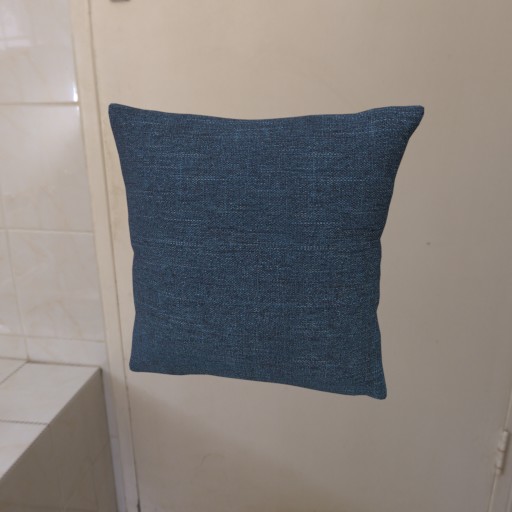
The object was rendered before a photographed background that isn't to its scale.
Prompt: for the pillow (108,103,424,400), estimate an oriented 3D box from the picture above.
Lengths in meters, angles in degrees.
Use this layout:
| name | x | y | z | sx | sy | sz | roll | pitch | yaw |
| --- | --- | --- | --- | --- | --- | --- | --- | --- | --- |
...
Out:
| name | x | y | z | sx | sy | sz | roll | pitch | yaw |
| --- | --- | --- | --- | --- | --- | --- | --- | --- | --- |
| pillow | 0.000 | 0.000 | 0.664 | 0.435 | 0.435 | 0.159 | 3 | 17 | 9 |
